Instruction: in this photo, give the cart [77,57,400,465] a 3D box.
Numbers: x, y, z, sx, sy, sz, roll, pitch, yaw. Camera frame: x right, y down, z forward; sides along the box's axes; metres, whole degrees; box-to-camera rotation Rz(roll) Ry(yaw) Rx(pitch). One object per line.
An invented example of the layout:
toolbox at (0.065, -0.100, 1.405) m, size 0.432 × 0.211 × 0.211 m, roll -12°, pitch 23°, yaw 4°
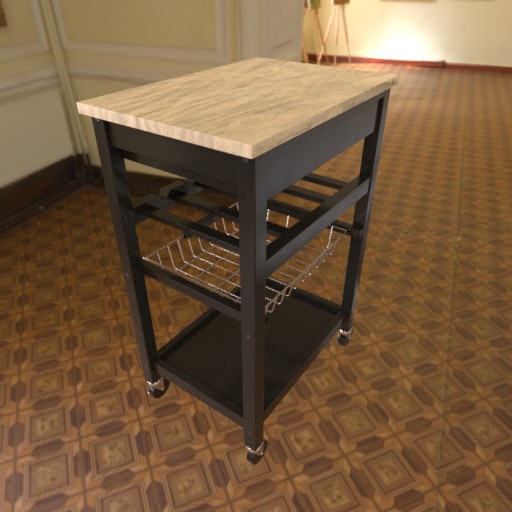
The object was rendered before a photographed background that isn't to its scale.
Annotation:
cart at (0.000, 0.000, 1.147) m, size 0.403 × 0.839 × 0.584 m, roll 21°, pitch 39°, yaw 29°
